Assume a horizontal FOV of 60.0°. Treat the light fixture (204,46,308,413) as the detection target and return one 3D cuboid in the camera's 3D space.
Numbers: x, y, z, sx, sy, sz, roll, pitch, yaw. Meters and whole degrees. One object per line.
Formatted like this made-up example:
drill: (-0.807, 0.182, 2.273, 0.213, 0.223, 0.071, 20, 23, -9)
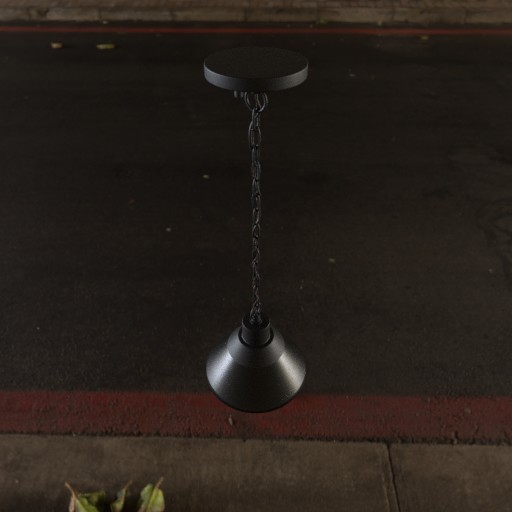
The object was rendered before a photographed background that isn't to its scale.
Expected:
light fixture: (0.000, 0.000, 0.701, 0.201, 0.588, 0.201, 23, 45, 25)
